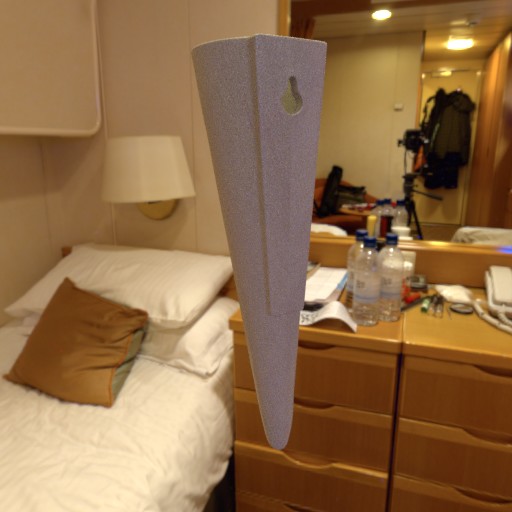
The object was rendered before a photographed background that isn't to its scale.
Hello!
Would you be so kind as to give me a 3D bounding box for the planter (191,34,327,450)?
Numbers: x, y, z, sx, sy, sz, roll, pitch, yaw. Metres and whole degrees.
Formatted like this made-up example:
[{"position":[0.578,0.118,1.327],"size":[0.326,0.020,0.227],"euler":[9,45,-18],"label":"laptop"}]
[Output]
[{"position":[0.000,0.000,0.225],"size":[0.057,0.191,0.064],"euler":[-7,16,-27],"label":"planter"}]
